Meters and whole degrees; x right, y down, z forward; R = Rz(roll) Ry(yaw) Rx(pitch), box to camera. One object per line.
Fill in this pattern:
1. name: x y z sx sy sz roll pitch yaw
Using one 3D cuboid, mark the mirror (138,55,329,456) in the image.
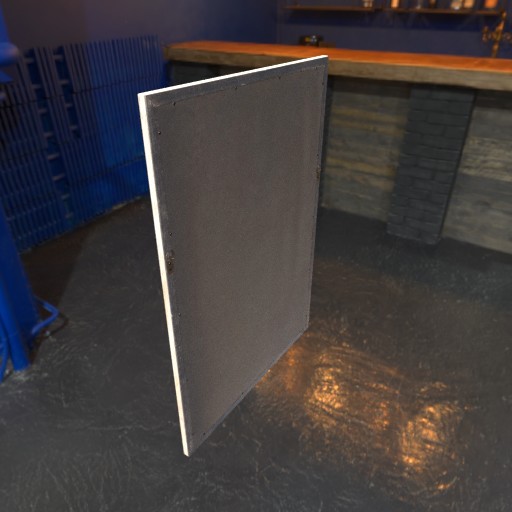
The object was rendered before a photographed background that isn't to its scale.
1. mirror: 0.000 0.000 1.277 0.025 0.996 0.705 19 36 29
